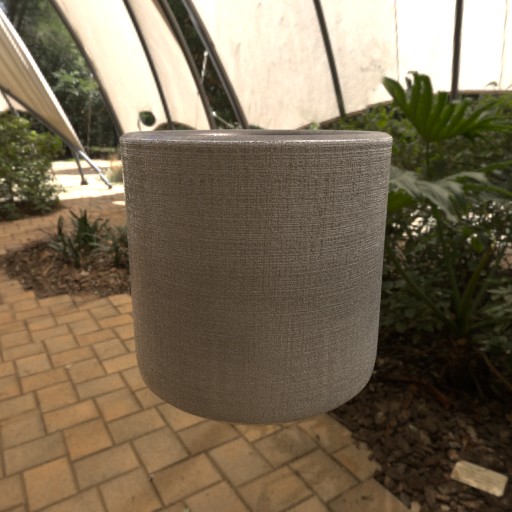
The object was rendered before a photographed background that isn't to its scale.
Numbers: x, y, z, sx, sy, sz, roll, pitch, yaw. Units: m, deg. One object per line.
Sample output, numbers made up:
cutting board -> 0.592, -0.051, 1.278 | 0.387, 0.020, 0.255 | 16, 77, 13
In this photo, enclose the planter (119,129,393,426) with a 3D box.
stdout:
planter -> 0.000, 0.000, 0.288 | 0.160, 0.156, 0.160 | 0, 17, 0
